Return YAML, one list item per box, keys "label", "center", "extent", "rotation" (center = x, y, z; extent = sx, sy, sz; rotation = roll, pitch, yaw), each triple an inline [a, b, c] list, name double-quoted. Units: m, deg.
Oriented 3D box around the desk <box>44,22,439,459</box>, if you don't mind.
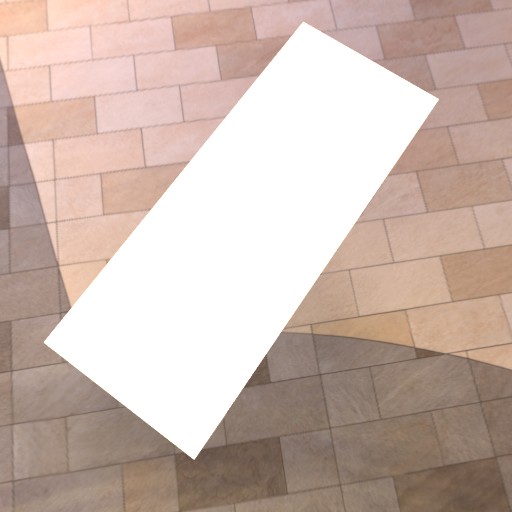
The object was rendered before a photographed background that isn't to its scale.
- label: "desk"
  center: [0.000, 0.000, 1.399]
  extent: [0.400, 0.790, 1.000]
  rotation: [34, 78, 8]
